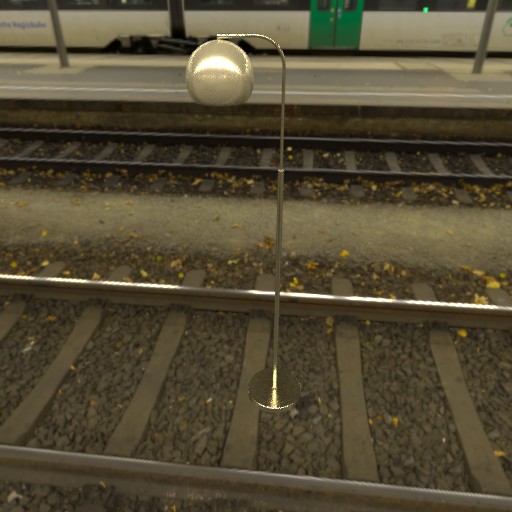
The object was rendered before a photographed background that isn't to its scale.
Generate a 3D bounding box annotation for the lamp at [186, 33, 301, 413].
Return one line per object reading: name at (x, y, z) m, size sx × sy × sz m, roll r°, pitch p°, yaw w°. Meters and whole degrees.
lamp at (0.000, 0.000, 1.693) m, size 0.431 × 1.526 × 0.250 m, roll -8°, pitch 31°, yaw -13°
